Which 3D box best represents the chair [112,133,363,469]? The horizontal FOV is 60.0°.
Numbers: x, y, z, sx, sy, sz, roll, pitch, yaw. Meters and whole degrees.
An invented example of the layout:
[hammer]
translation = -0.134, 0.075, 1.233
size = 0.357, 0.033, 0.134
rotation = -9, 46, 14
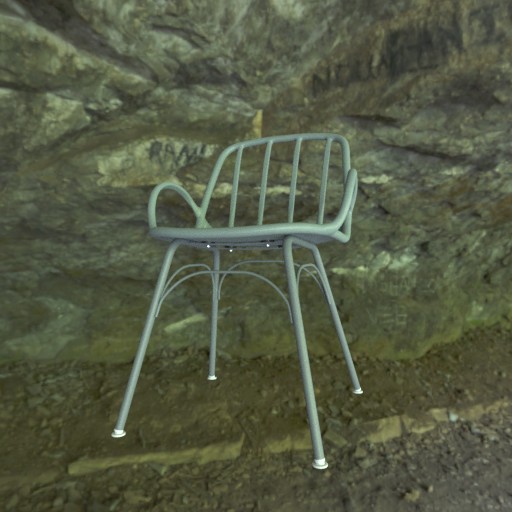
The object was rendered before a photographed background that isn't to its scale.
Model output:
[chair]
translation = 0.000, 0.000, 1.201
size = 0.549, 0.816, 0.597
rotation = 0, -1, 19
